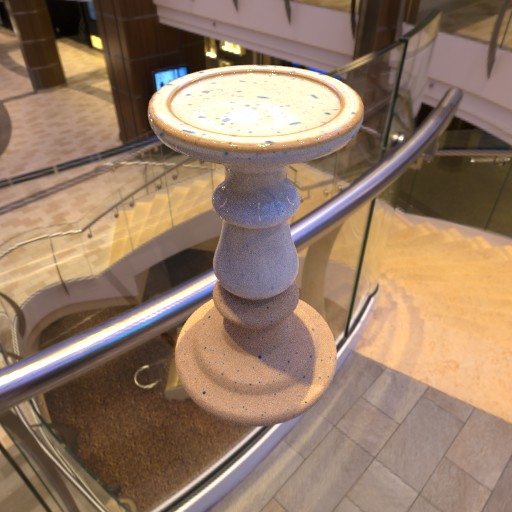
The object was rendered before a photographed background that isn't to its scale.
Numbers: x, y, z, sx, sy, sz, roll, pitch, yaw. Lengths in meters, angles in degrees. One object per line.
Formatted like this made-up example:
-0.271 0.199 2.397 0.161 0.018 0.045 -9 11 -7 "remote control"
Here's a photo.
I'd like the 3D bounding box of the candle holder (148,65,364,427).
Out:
0.000 0.000 0.280 0.123 0.202 0.123 0 40 0 "candle holder"
